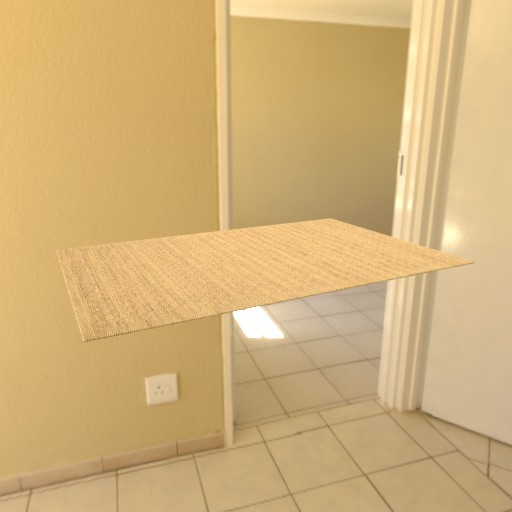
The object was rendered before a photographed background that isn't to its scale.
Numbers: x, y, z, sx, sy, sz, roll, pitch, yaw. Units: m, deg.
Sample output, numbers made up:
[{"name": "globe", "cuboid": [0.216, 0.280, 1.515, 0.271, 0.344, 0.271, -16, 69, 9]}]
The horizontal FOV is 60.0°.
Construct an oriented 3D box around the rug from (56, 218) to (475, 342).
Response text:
[{"name": "rug", "cuboid": [0.000, 0.000, 2.207, 1.752, 0.006, 1.142, -8, 18, -26]}]
